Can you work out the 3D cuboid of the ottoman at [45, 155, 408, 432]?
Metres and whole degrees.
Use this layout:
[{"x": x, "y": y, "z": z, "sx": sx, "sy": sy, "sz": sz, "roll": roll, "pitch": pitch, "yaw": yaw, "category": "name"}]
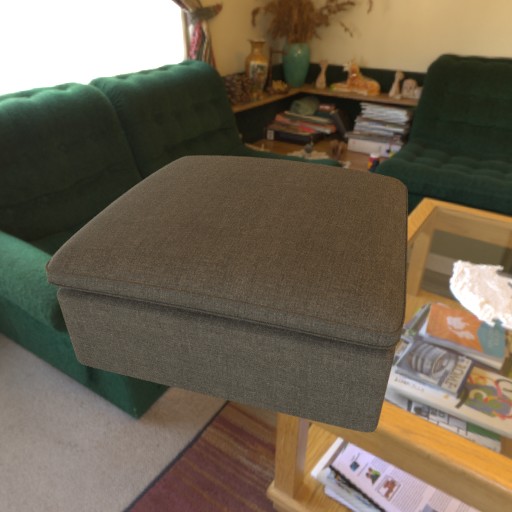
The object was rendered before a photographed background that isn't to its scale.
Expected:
[{"x": 0.000, "y": 0.000, "z": 1.715, "sx": 1.067, "sy": 0.559, "sz": 1.067, "roll": 9, "pitch": 32, "yaw": 14, "category": "ottoman"}]
